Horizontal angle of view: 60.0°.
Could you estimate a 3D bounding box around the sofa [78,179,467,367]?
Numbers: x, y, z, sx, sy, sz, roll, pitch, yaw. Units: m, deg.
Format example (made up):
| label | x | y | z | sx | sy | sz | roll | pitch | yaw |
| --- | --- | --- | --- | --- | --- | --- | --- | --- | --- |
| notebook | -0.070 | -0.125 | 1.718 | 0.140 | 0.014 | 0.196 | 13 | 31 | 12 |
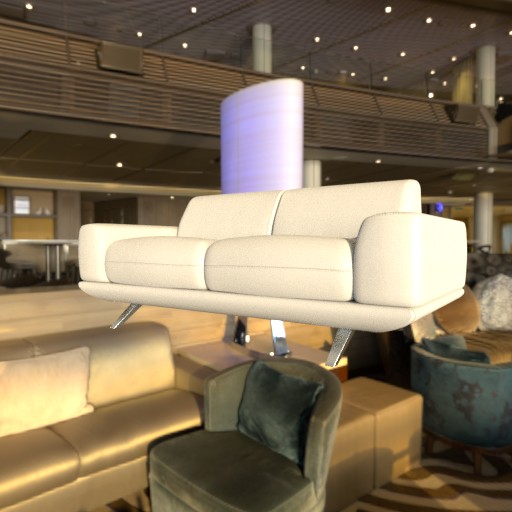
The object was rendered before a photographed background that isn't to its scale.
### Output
| label | x | y | z | sx | sy | sz | roll | pitch | yaw |
| --- | --- | --- | --- | --- | --- | --- | --- | --- | --- |
| sofa | 0.000 | 0.000 | 2.337 | 1.901 | 0.772 | 0.900 | 1 | 2 | 35 |
